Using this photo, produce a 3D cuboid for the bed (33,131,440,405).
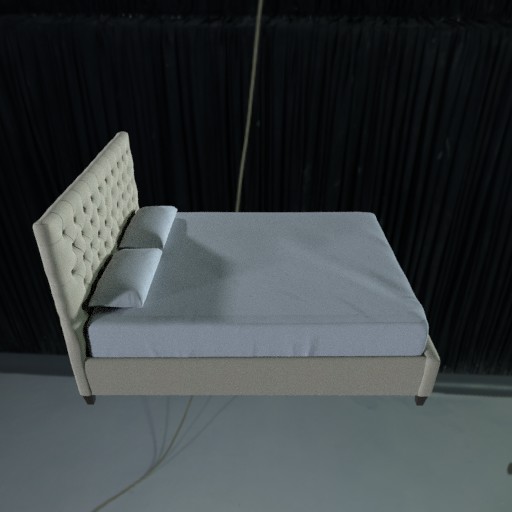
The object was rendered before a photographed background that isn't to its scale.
[{"bbox_3d":[0.000,0.000,3.389,2.387,1.427,1.698,0,32,0],"label":"bed"}]
